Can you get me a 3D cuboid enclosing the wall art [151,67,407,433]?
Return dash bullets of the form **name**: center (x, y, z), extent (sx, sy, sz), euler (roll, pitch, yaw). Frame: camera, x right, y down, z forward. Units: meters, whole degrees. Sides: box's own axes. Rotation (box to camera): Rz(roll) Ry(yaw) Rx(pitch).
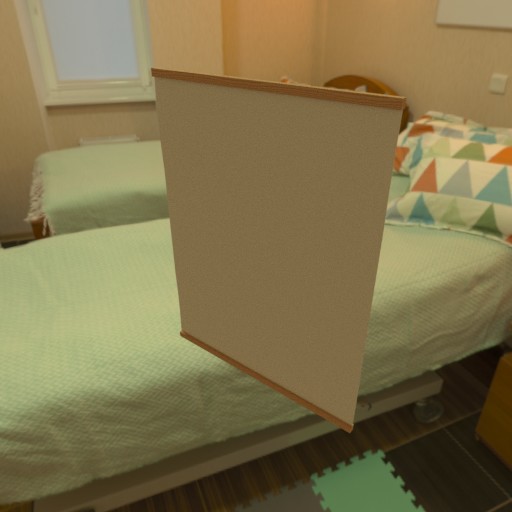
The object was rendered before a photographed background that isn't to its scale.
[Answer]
- **wall art**: center (0.000, 0.000, 0.812), extent (0.458, 0.605, 0.011), euler (21, 36, 32)
